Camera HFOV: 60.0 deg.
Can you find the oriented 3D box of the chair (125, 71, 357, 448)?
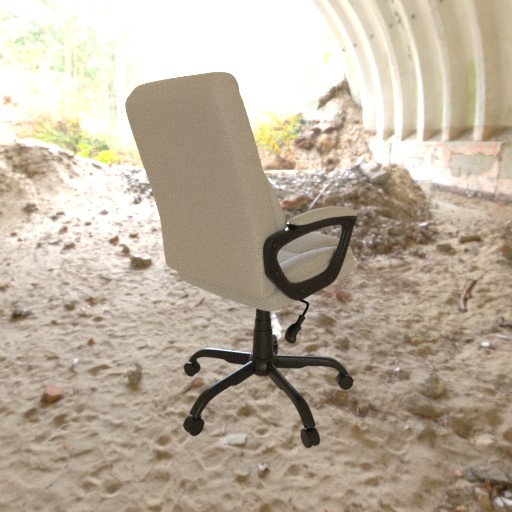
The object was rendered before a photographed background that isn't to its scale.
[{"bbox_3d":[0.000,0.000,1.470,0.669,1.065,0.663,-14,20,-43],"label":"chair"}]
